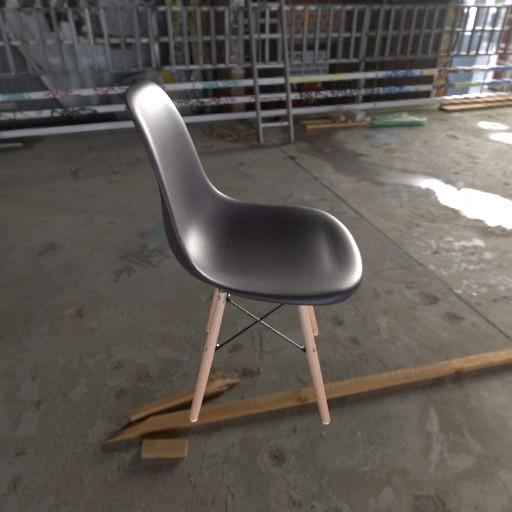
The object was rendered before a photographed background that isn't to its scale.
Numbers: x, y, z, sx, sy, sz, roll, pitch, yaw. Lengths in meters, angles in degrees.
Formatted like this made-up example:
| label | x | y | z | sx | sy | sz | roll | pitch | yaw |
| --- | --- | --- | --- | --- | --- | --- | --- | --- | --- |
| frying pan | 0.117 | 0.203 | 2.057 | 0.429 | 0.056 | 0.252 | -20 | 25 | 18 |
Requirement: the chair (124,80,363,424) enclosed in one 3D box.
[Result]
| label | x | y | z | sx | sy | sz | roll | pitch | yaw |
| --- | --- | --- | --- | --- | --- | --- | --- | --- | --- |
| chair | 0.000 | 0.000 | 1.139 | 0.533 | 0.825 | 0.470 | 1 | 31 | 2 |
